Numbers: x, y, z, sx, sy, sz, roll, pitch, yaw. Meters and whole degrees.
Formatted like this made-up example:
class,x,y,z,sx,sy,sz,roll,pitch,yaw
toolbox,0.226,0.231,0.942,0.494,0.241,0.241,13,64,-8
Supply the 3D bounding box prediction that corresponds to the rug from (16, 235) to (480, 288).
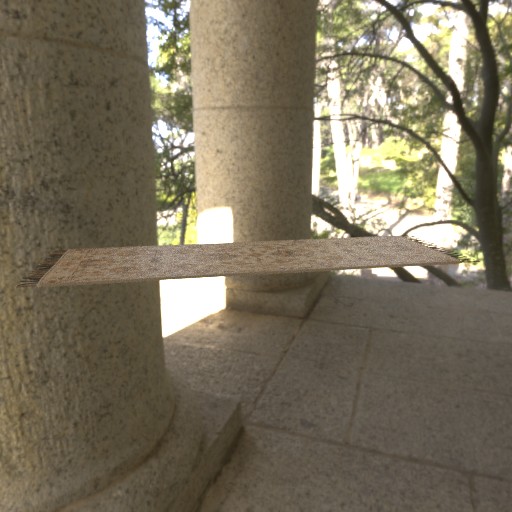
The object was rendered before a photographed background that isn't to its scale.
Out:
class,x,y,z,sx,sy,sz,roll,pitch,yaw
rug,0.000,0.000,2.621,2.438,0.021,0.729,-3,15,-10
